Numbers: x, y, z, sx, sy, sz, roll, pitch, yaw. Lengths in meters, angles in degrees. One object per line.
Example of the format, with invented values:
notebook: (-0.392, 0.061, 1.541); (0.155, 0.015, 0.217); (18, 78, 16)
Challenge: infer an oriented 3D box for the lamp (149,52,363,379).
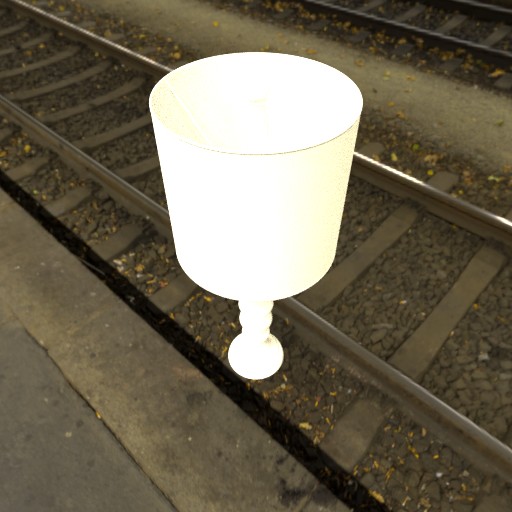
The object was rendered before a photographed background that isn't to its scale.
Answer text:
lamp: (0.000, 0.000, 0.725); (0.250, 0.597, 0.250); (16, 48, 15)
